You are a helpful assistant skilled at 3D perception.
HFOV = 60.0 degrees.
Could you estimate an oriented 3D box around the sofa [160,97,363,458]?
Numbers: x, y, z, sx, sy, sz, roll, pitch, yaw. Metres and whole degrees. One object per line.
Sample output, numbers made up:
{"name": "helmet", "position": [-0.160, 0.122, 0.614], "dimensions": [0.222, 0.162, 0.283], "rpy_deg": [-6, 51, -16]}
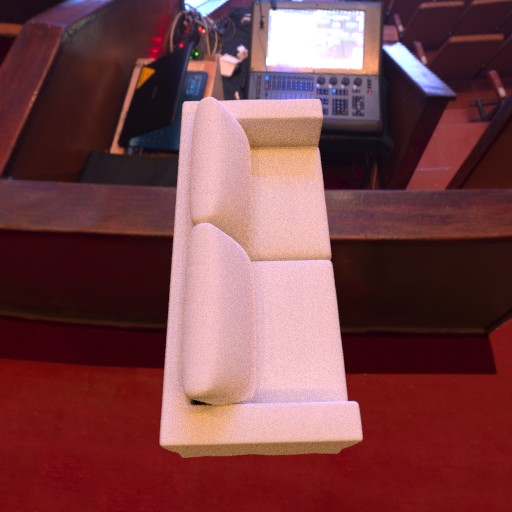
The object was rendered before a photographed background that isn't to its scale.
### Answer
{"name": "sofa", "position": [0.000, 0.000, 2.679], "dimensions": [0.954, 0.881, 2.163], "rpy_deg": [-1, 63, -1]}
